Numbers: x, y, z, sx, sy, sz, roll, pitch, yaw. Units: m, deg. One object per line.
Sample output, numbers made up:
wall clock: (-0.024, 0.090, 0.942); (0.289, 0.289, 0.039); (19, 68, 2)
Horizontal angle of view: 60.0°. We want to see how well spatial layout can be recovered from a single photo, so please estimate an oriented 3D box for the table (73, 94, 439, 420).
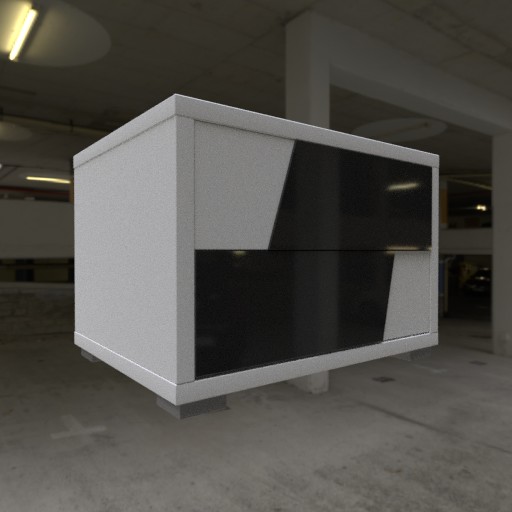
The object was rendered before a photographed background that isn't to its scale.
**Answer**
table: (0.000, 0.000, 0.792); (0.517, 0.357, 0.399); (-1, 1, -37)
